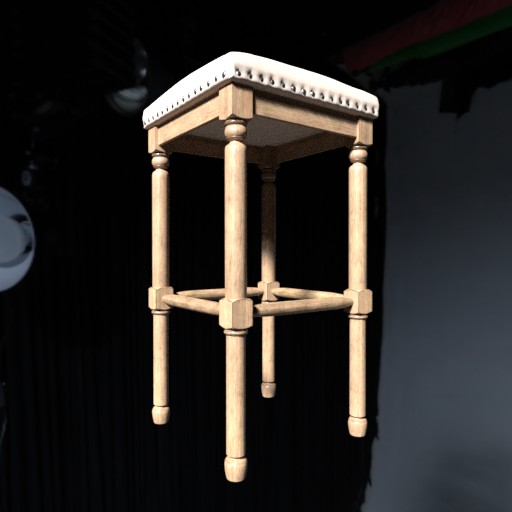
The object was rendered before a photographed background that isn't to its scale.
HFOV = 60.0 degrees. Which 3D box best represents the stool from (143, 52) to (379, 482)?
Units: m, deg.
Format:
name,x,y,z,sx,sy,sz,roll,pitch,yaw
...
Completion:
name,x,y,z,sx,sy,sz,roll,pitch,yaw
stool,0.000,0.000,0.989,0.382,0.768,0.383,0,1,-36
